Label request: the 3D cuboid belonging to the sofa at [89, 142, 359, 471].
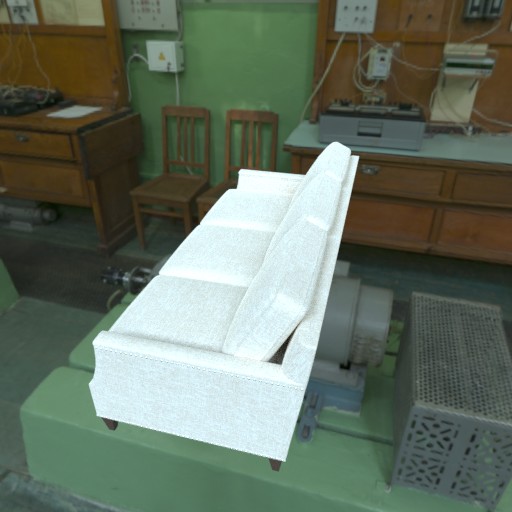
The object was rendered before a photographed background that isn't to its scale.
[{"bbox_3d":[0.000,0.000,2.773,1.041,0.940,2.210,8,32,13],"label":"sofa"}]
